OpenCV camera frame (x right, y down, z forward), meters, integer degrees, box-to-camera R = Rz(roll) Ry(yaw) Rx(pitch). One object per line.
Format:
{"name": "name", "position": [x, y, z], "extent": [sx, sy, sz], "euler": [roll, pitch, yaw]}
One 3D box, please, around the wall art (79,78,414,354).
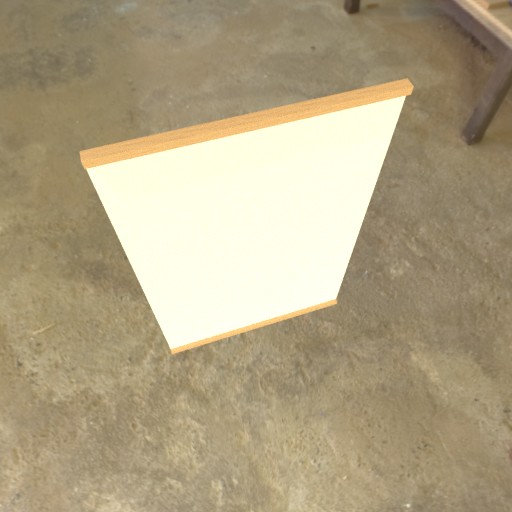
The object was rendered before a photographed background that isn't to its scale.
{"name": "wall art", "position": [0.000, 0.000, 1.911], "extent": [0.991, 1.510, 0.040], "euler": [-16, 59, -9]}
